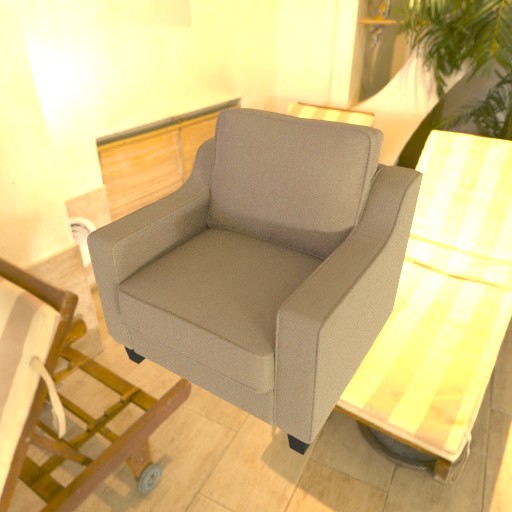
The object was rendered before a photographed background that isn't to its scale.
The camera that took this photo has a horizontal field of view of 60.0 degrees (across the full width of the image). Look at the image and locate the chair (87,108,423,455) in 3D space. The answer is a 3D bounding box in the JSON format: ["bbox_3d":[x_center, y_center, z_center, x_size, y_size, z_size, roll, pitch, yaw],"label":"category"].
[{"bbox_3d":[0.000,0.000,1.694,0.922,0.948,0.882,18,35,28],"label":"chair"}]
